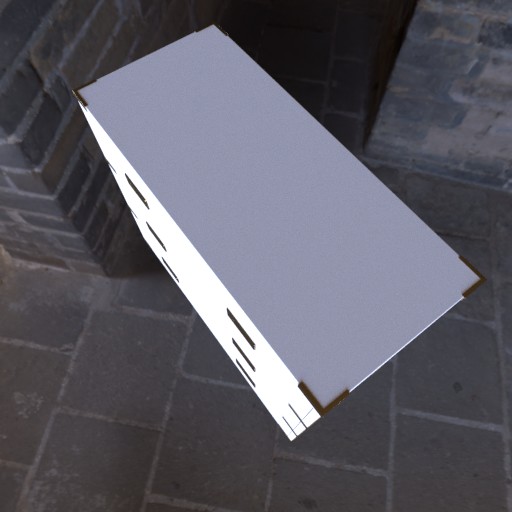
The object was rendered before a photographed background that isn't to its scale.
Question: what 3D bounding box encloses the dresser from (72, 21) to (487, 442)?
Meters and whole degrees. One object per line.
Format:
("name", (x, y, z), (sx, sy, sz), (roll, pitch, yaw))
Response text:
("dresser", (0.000, 0.000, 1.459), (0.460, 0.891, 1.022), (-34, 69, -15))
